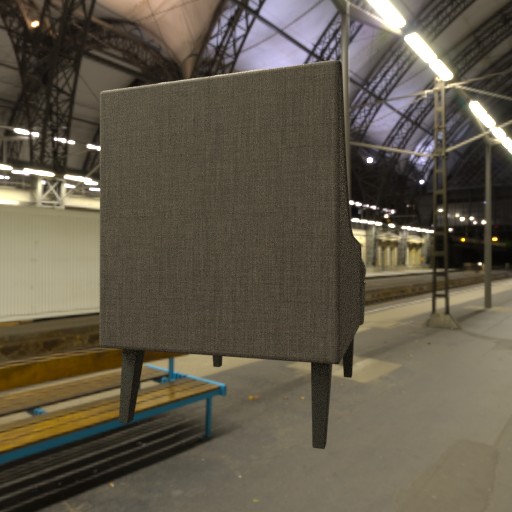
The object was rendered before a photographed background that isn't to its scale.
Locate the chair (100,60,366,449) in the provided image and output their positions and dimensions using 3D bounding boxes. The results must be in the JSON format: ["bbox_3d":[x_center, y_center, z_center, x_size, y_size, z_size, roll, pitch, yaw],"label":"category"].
[{"bbox_3d":[0.000,0.000,1.434,0.655,0.891,0.771,0,0,18],"label":"chair"}]
